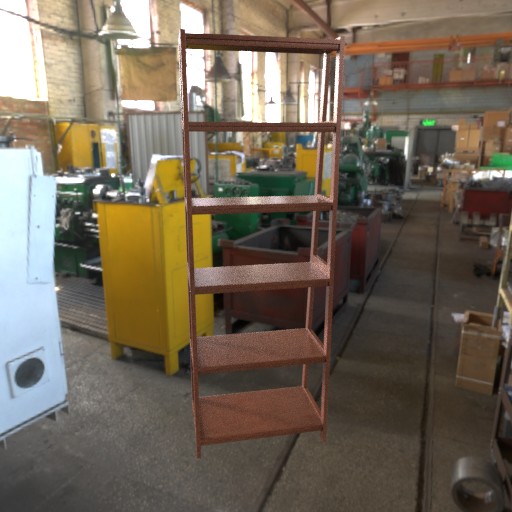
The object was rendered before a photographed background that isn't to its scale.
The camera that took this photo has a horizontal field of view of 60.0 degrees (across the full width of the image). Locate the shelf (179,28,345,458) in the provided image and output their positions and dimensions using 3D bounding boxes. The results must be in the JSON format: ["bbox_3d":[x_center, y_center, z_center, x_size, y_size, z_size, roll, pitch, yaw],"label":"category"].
[{"bbox_3d":[0.000,0.000,2.142,0.660,1.892,0.382,-3,15,-11],"label":"shelf"}]
